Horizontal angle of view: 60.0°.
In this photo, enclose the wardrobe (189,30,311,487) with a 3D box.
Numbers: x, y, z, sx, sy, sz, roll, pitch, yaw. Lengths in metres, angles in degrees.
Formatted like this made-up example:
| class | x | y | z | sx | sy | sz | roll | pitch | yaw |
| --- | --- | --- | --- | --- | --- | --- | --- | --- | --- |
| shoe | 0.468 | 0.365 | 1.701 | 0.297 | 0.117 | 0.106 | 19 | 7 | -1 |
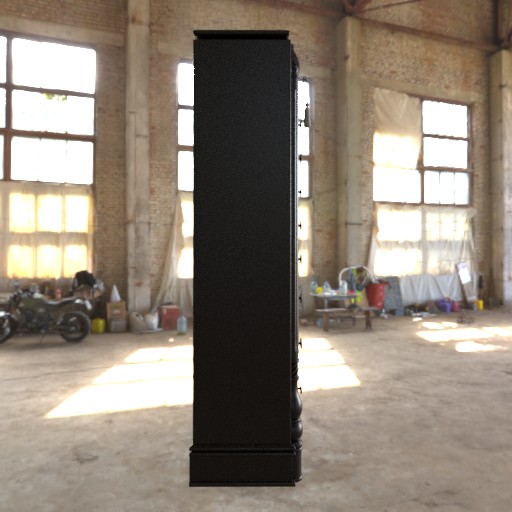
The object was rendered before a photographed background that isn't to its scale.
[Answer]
| class | x | y | z | sx | sy | sz | roll | pitch | yaw |
| --- | --- | --- | --- | --- | --- | --- | --- | --- | --- |
| wardrobe | 0.000 | 0.000 | 1.193 | 0.295 | 1.011 | 0.444 | 0 | 0 | 0 |
